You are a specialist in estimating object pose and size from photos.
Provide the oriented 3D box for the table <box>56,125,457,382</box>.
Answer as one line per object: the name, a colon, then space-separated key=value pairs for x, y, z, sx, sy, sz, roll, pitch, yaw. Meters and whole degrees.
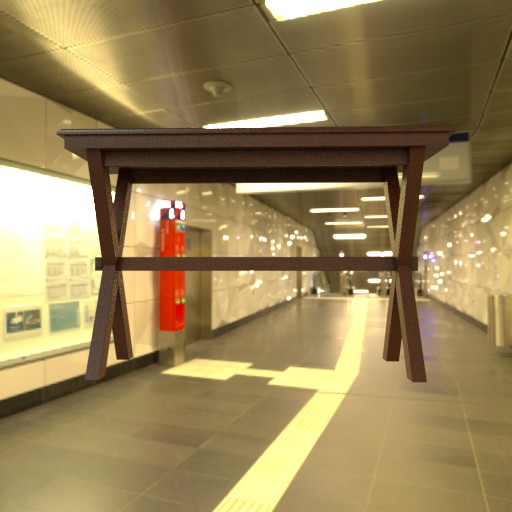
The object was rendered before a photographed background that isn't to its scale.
table: x=0.000 y=0.000 z=1.517 sx=1.197 sy=0.763 sz=0.399 roll=0 pitch=-1 yaw=2
